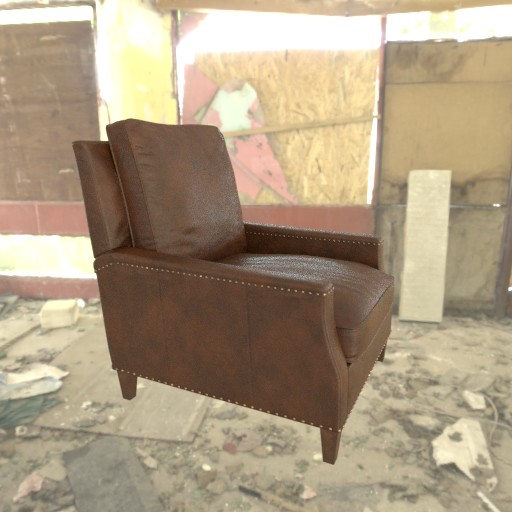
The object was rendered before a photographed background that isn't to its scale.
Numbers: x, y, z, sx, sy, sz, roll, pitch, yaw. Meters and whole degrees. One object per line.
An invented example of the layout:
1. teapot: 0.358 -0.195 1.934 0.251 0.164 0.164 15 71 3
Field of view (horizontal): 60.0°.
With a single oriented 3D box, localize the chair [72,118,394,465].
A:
1. chair: 0.000 0.000 1.792 1.035 1.054 0.854 7 15 26
